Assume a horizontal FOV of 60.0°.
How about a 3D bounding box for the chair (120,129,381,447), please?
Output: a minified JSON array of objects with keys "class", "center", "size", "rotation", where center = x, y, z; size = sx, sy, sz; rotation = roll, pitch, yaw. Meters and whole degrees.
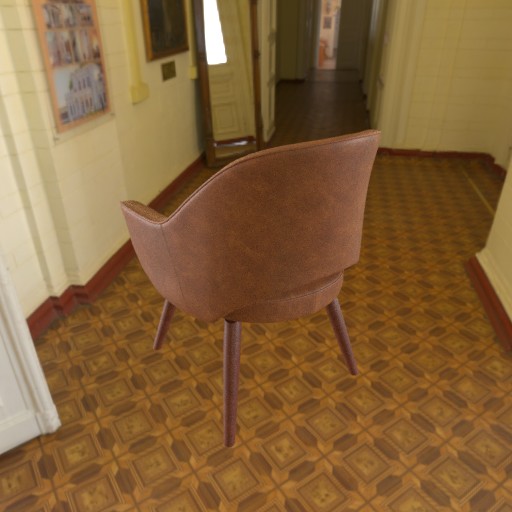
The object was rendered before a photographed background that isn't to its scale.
[{"class":"chair","center":[0.000,0.000,1.208],"size":[0.591,0.777,0.640],"rotation":[-18,34,-30]}]
